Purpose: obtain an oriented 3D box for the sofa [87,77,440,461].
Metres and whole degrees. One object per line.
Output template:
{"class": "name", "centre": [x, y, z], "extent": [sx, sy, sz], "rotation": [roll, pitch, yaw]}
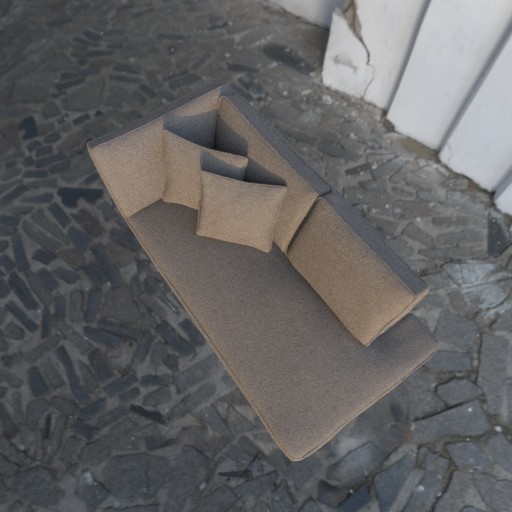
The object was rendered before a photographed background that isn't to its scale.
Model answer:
{"class": "sofa", "centre": [0.000, 0.000, 2.831], "extent": [1.110, 1.033, 2.237], "rotation": [-33, 69, -15]}
